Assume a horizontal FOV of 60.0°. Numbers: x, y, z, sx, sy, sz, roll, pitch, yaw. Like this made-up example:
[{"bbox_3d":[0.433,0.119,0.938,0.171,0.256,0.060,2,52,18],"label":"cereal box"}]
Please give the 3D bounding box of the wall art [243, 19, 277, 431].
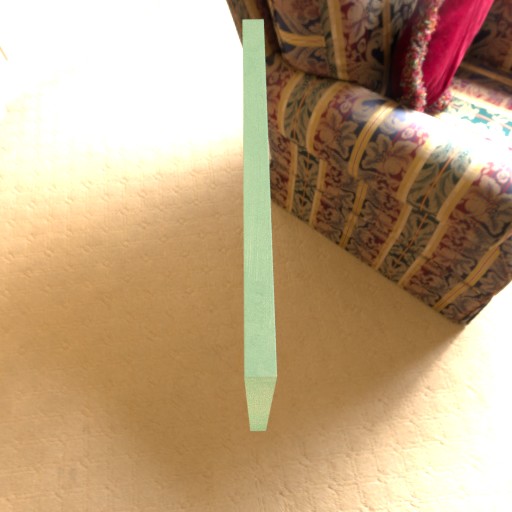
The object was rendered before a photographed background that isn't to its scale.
[{"bbox_3d":[0.000,0.000,0.891,0.036,0.603,0.603,-1,63,0],"label":"wall art"}]
